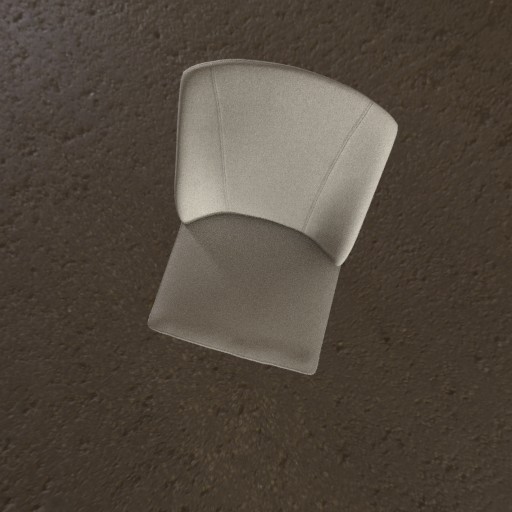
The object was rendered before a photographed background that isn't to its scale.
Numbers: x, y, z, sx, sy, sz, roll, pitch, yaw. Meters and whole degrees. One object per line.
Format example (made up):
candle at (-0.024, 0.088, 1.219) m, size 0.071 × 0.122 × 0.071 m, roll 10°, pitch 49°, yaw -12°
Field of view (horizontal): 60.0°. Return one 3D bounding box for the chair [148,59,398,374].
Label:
chair at (0.000, 0.000, 1.210) m, size 0.472 × 0.893 × 0.540 m, roll 15°, pitch 76°, yaw 4°
